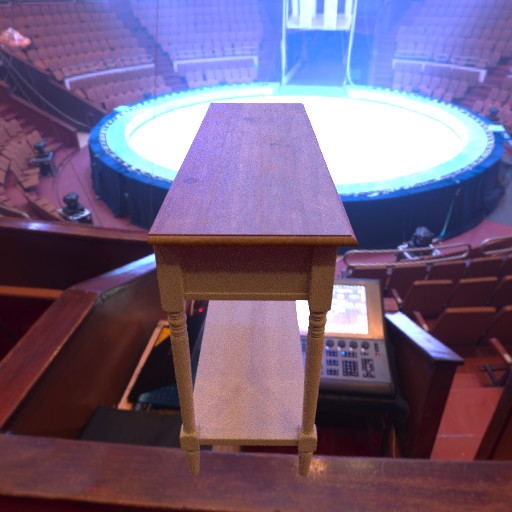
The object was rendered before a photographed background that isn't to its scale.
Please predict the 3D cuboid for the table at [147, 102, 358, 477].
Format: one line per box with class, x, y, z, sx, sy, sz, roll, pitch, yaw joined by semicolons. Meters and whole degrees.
table;0.000;0.000;1.561;0.399;0.800;1.219;0;31;1
